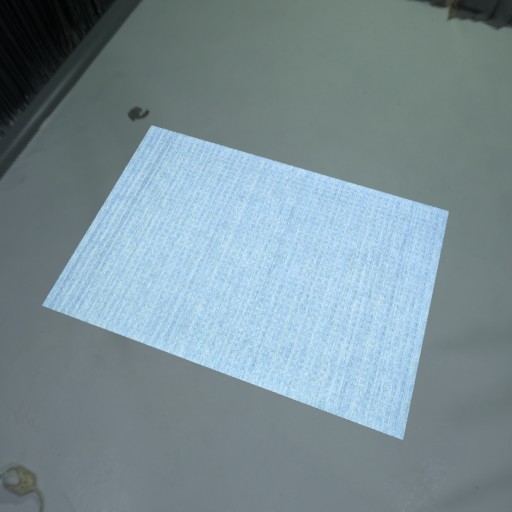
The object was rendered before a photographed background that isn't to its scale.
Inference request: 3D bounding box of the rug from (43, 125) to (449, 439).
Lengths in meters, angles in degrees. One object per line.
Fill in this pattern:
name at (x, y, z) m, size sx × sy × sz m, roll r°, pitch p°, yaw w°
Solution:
rug at (0.000, 0.000, 3.715) m, size 2.895 × 0.006 × 1.982 m, roll 18°, pitch 65°, yaw 9°
